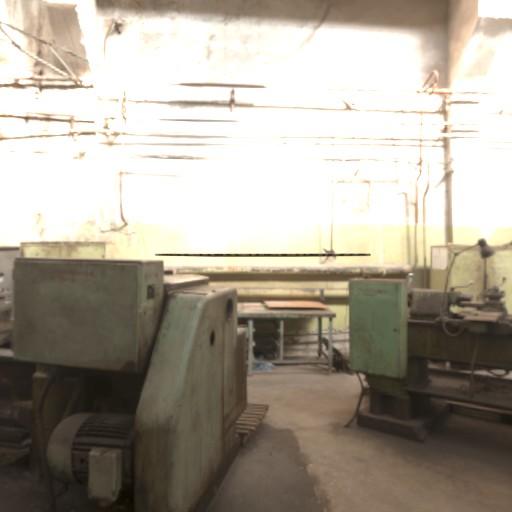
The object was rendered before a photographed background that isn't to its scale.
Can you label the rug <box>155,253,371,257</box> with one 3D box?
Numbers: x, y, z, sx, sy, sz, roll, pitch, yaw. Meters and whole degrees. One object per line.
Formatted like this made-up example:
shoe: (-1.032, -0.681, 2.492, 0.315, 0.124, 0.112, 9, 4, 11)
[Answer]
rug: (0.000, 0.000, 2.516, 0.686, 0.008, 2.286, 0, 0, -1)
